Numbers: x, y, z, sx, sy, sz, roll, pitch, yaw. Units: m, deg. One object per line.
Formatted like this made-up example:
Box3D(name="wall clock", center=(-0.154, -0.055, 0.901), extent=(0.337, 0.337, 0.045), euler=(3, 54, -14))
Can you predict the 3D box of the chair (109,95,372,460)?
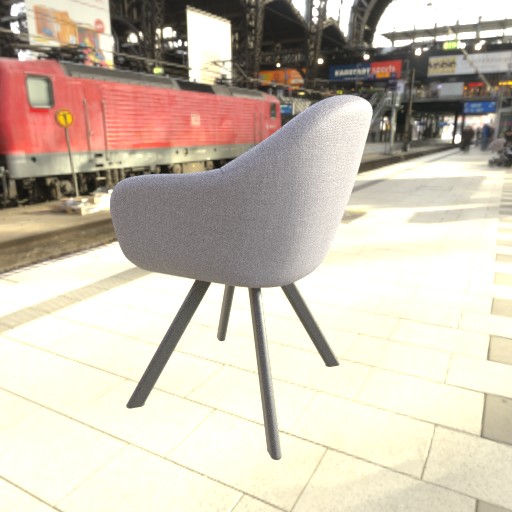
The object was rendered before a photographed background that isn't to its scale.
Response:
Box3D(name="chair", center=(0.000, 0.000, 1.185), extent=(0.550, 0.795, 0.590), euler=(8, 18, 26))
